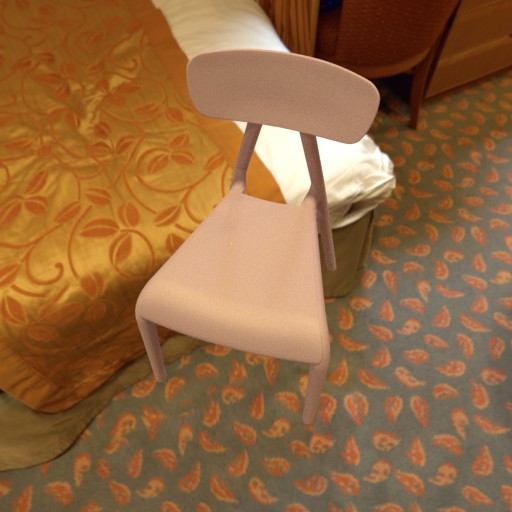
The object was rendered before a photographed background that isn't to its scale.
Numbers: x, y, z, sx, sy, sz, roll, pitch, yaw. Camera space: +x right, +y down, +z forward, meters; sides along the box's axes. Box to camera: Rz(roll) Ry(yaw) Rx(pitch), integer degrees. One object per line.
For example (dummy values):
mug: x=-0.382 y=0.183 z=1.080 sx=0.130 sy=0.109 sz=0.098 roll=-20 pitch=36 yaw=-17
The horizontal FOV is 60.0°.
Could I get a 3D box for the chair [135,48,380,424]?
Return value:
chair: x=0.000 y=0.000 z=0.810 sx=0.356 sy=0.580 sz=0.401 roll=13 pitch=59 yaw=8
